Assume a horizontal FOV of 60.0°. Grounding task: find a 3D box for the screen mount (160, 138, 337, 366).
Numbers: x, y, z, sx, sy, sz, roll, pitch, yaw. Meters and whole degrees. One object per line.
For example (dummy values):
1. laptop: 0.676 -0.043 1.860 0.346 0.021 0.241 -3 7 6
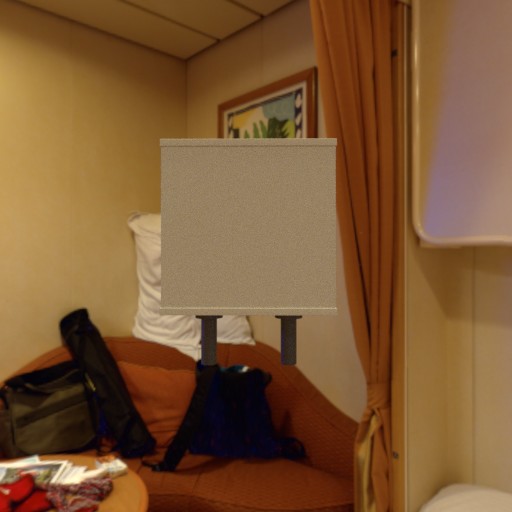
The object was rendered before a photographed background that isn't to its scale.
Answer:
1. screen mount: 0.000 0.000 1.799 0.418 0.520 1.600 0 0 1
